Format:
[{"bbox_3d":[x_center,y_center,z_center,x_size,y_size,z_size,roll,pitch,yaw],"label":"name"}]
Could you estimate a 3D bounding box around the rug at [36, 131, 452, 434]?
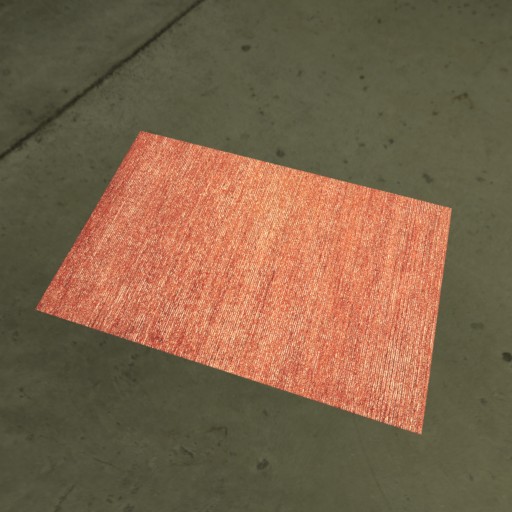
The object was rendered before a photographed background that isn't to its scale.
[{"bbox_3d":[0.000,0.000,2.146,1.747,0.011,1.139,16,63,8],"label":"rug"}]
